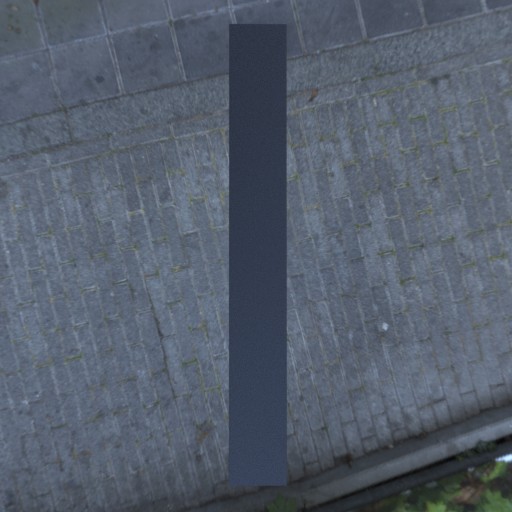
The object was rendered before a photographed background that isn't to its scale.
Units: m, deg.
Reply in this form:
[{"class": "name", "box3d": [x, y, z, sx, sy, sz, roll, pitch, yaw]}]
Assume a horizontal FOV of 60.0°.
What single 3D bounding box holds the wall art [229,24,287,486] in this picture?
[{"class": "wall art", "box3d": [0.000, 0.000, 0.444, 0.038, 0.304, 0.305, 0, 89, 0]}]
